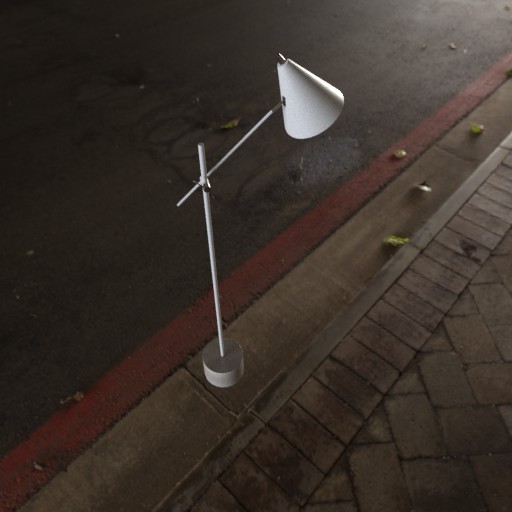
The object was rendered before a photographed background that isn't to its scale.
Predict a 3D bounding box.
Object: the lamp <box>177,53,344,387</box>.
[{"bbox_3d":[0.000,0.000,1.621,0.508,1.430,0.223,-11,48,-11],"label":"lamp"}]
